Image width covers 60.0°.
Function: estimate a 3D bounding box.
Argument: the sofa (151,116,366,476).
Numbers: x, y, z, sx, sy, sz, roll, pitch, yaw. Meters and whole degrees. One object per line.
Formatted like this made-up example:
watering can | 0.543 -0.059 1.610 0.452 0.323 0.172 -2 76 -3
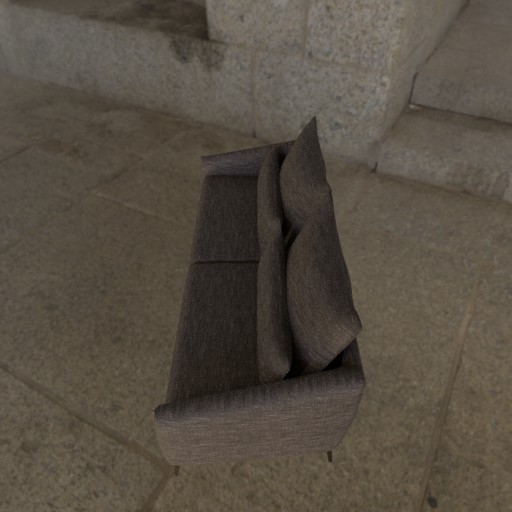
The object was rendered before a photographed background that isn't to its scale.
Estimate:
sofa | 0.000 0.000 2.423 0.807 0.843 2.019 0 42 0
